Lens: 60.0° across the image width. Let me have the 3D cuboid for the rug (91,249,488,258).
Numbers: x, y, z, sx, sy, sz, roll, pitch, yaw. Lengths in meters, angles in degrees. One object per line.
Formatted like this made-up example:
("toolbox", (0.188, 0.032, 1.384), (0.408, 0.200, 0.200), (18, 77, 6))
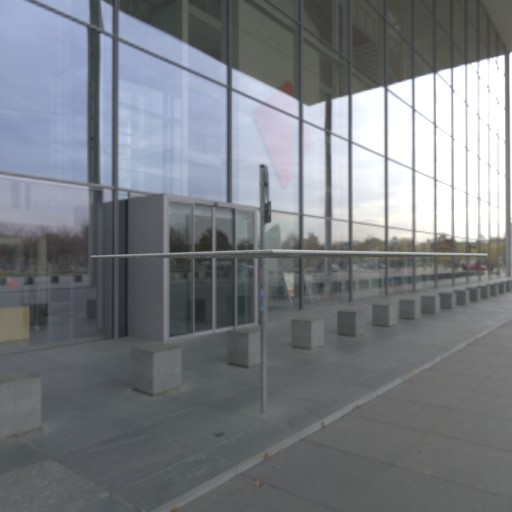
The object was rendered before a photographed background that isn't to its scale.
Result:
("rug", (0.000, 0.000, 2.940), (1.526, 0.014, 2.290), (1, -1, -36))
